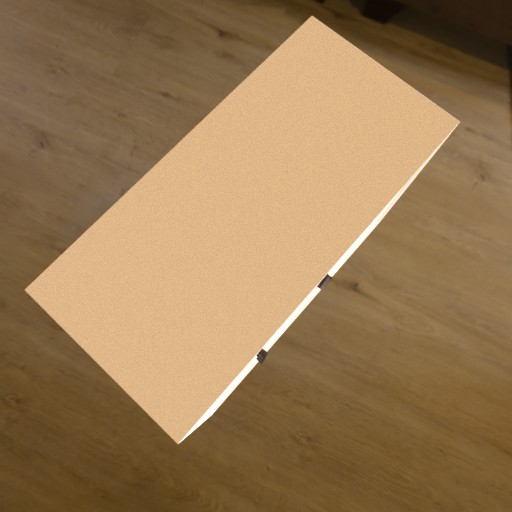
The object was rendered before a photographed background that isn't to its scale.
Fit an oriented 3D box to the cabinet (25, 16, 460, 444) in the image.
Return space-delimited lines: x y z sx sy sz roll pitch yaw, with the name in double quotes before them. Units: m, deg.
"cabinet" 0.000 0.000 1.202 0.398 0.761 0.800 41 79 10
